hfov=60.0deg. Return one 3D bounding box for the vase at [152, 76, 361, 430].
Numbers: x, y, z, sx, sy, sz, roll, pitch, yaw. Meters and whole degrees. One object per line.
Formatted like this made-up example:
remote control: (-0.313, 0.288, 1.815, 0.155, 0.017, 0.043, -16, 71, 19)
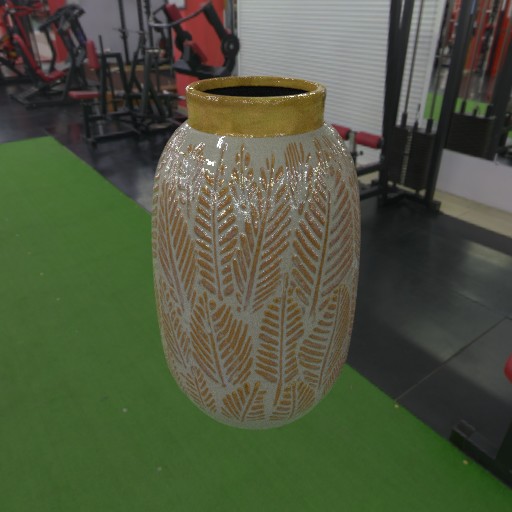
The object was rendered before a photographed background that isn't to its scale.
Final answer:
vase: (0.000, 0.000, 0.371, 0.172, 0.270, 0.172, 0, 30, 0)
